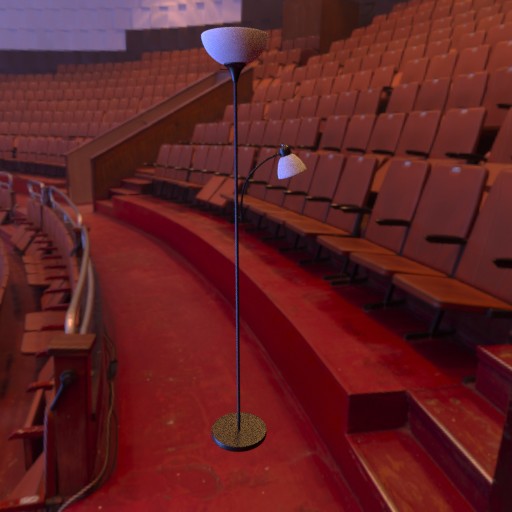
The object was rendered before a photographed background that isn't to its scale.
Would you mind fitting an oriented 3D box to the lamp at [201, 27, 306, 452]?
[{"bbox_3d":[0.000,0.000,1.990,0.442,1.804,0.279,-3,14,-10],"label":"lamp"}]
